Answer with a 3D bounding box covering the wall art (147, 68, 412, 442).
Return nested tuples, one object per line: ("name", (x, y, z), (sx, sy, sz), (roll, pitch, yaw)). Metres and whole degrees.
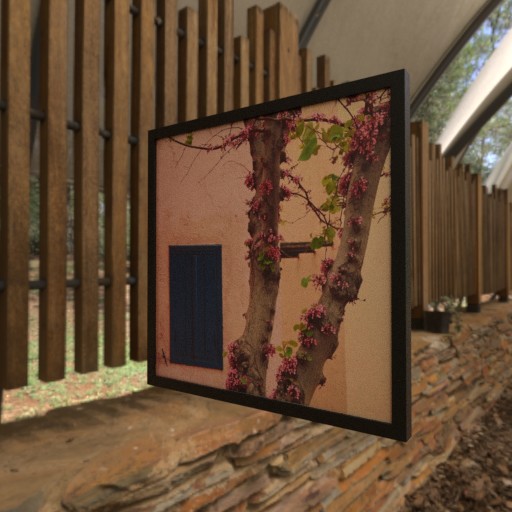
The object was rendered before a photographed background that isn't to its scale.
("wall art", (0.000, 0.000, 1.131), (0.762, 0.762, 0.038), (-1, -1, 34))
